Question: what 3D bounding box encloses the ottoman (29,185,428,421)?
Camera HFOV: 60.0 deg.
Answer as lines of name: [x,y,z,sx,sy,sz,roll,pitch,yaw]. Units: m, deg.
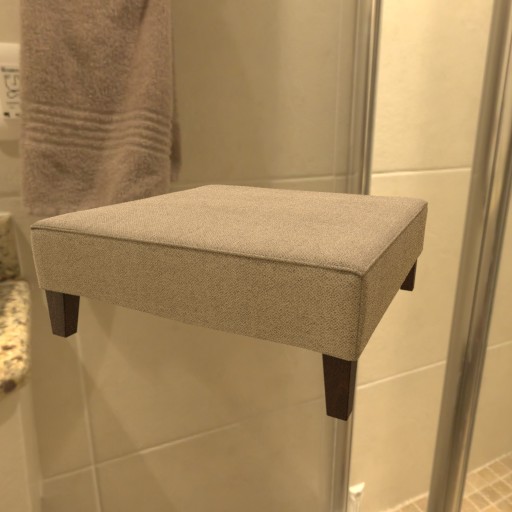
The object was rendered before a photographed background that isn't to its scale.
ottoman: [0.000,0.000,1.500,0.973,0.381,0.982,8,18,26]
